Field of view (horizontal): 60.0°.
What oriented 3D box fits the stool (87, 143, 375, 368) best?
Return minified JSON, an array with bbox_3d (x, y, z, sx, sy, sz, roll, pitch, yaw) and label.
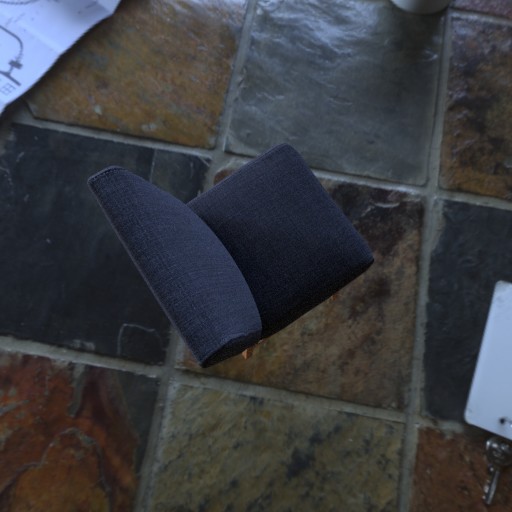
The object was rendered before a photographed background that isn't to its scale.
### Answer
[{"bbox_3d":[0.000,0.000,1.327,0.526,1.010,0.459,-33,79,-7],"label":"stool"}]
